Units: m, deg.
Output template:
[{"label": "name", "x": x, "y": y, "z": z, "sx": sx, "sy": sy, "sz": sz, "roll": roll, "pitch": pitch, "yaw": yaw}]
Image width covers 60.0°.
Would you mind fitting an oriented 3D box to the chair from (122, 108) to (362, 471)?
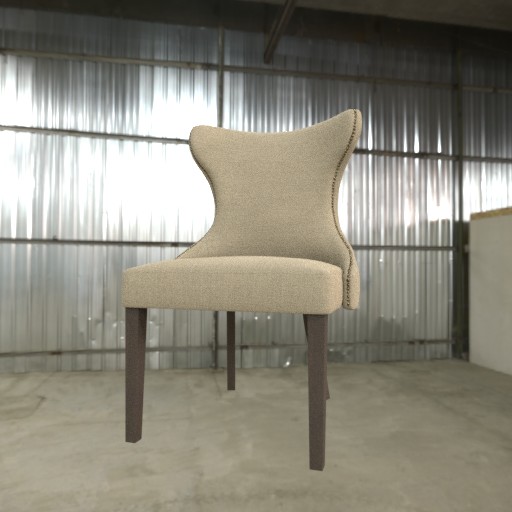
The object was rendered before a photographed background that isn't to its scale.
[{"label": "chair", "x": 0.000, "y": 0.000, "z": 1.362, "sx": 0.628, "sy": 0.967, "sz": 0.635, "roll": 0, "pitch": -1, "yaw": 18}]
